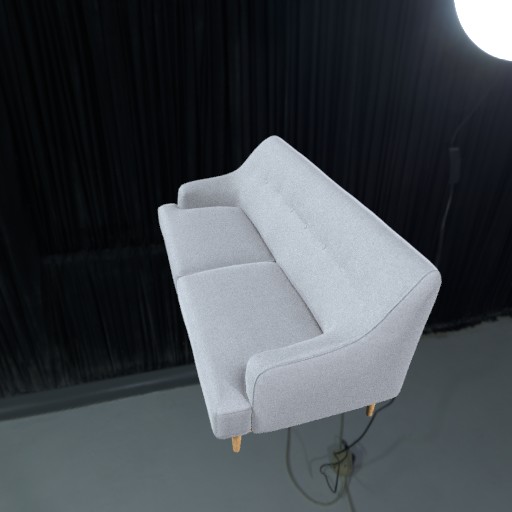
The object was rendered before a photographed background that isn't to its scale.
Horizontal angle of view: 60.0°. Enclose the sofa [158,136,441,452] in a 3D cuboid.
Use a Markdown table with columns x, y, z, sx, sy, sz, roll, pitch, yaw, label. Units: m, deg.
| x | y | z | sx | sy | sz | roll | pitch | yaw | label |
| --- | --- | --- | --- | --- | --- | --- | --- | --- | --- |
| 0.000 | 0.000 | 2.656 | 0.978 | 0.871 | 2.057 | -9 | 32 | -14 | sofa |
